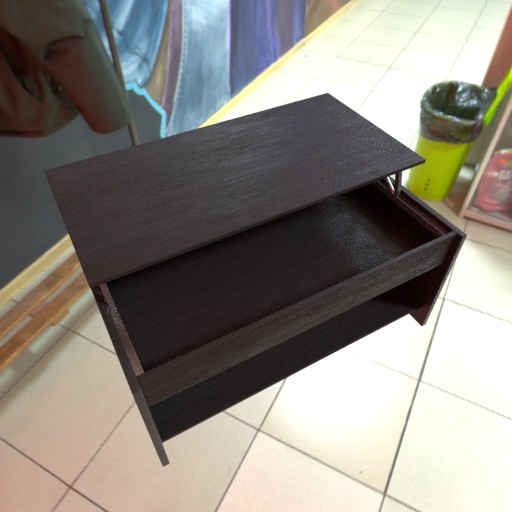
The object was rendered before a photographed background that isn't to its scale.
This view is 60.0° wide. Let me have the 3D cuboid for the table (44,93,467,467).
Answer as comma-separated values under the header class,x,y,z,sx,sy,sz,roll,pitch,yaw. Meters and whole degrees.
class,x,y,z,sx,sy,sz,roll,pitch,yaw
table,0.000,0.000,1.433,1.000,0.570,0.712,-22,50,-20
